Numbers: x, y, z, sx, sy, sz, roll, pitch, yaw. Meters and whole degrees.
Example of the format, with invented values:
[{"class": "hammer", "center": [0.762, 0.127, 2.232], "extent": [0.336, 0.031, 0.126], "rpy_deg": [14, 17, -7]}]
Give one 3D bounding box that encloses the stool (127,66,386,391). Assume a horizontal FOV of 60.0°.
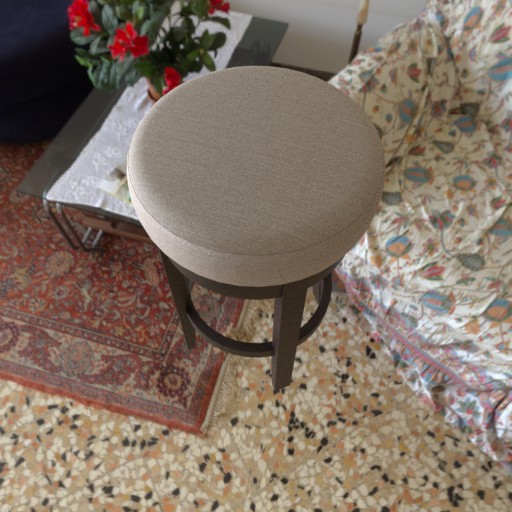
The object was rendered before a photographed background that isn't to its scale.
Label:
[{"class": "stool", "center": [0.000, 0.000, 1.037], "extent": [0.443, 0.757, 0.443], "rpy_deg": [0, 59, 0]}]
